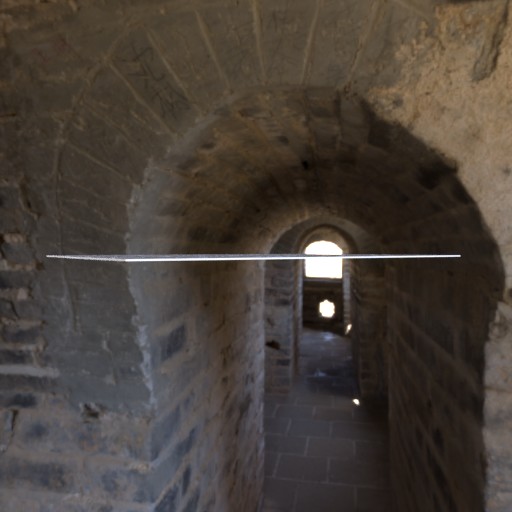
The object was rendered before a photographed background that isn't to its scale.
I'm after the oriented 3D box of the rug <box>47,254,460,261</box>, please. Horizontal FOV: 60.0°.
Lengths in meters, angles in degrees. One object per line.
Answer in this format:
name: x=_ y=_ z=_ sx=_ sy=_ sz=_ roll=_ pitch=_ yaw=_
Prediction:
rug: x=0.000 y=0.000 z=2.910 sx=2.284 sy=0.008 sz=1.522 roll=-1 pitch=1 yaw=-35
